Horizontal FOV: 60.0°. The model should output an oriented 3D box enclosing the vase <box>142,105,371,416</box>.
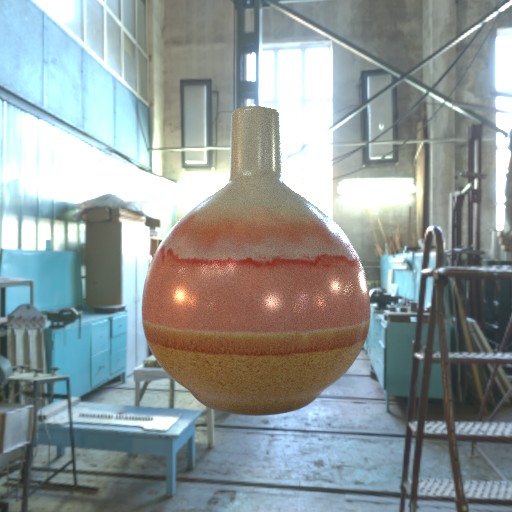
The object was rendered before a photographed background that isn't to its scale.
[{"bbox_3d":[0.000,0.000,0.273,0.137,0.176,0.137,0,0,0],"label":"vase"}]
